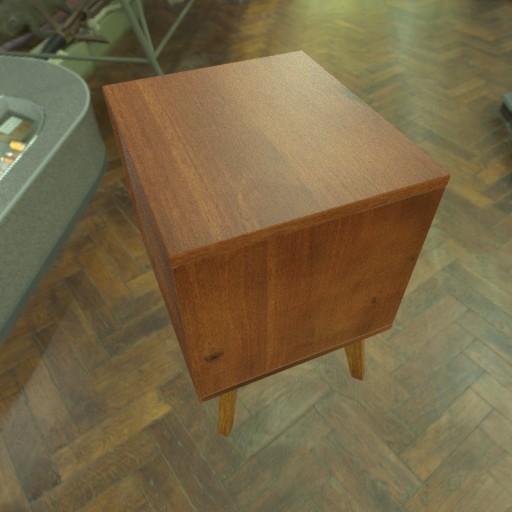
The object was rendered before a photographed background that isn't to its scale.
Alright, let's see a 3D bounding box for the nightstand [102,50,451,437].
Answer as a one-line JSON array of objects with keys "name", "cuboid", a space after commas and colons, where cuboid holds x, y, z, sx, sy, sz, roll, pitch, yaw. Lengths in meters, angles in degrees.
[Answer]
[{"name": "nightstand", "cuboid": [0.000, 0.000, 0.935, 0.411, 0.618, 0.460, -17, 49, -16]}]
